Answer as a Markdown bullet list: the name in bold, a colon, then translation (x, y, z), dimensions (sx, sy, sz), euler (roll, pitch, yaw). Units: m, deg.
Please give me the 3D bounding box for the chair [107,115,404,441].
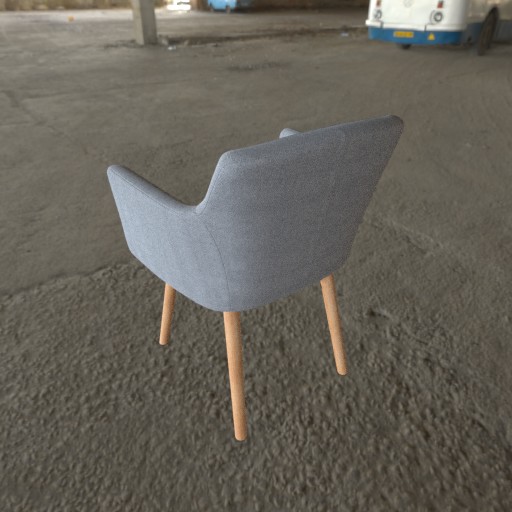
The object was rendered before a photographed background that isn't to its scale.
- **chair**: translation (0.000, 0.000, 1.170), dimensions (0.570, 0.780, 0.540), euler (-21, 37, -30)
